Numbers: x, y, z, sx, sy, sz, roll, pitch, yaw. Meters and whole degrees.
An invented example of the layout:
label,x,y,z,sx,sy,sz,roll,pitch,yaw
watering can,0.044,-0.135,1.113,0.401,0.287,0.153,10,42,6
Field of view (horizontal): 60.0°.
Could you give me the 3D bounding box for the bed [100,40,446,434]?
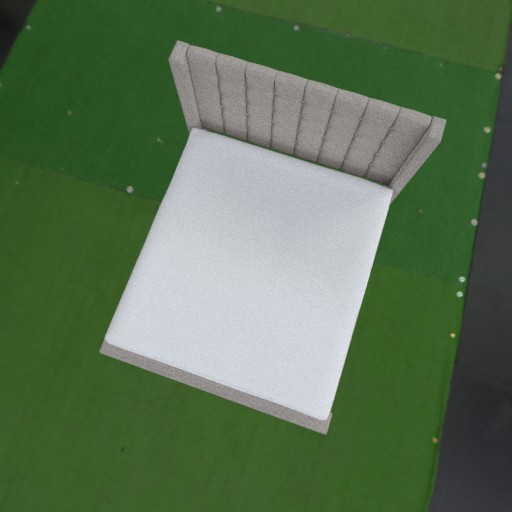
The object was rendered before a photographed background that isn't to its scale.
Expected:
label,x,y,z,sx,sy,sz,roll,pitch,yaw
bed,0.000,0.000,3.758,2.044,1.748,2.372,18,76,5
